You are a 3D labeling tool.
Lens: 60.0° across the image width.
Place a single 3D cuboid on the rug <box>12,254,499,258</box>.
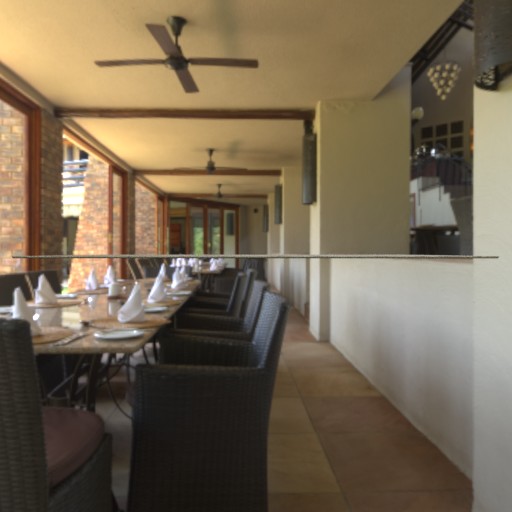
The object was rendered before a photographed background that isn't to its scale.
[{"bbox_3d":[0.000,0.000,2.270,1.829,0.008,1.219,0,0,1],"label":"rug"}]
